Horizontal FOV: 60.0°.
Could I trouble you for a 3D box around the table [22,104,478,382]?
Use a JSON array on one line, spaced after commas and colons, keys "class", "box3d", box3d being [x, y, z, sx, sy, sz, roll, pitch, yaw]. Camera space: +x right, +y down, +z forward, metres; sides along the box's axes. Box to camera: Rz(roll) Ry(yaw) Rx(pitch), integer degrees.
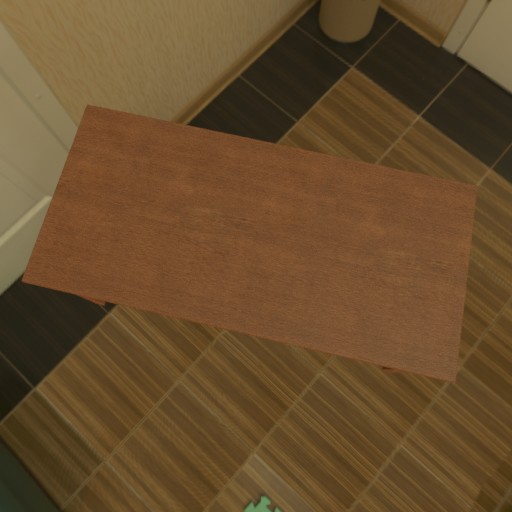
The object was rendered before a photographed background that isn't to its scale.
[{"class": "table", "box3d": [0.000, 0.000, 1.287, 1.016, 0.457, 0.483, 13, 76, 3]}]
